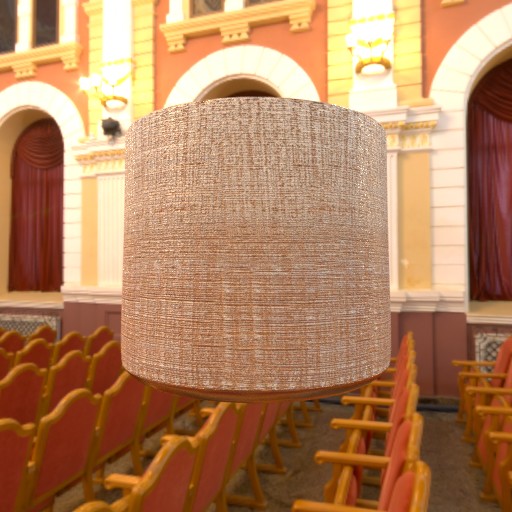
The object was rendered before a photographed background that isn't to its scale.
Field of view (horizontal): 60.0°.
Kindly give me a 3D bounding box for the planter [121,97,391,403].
[{"bbox_3d":[0.000,0.000,0.306,0.177,0.157,0.177,0,-2,0],"label":"planter"}]
